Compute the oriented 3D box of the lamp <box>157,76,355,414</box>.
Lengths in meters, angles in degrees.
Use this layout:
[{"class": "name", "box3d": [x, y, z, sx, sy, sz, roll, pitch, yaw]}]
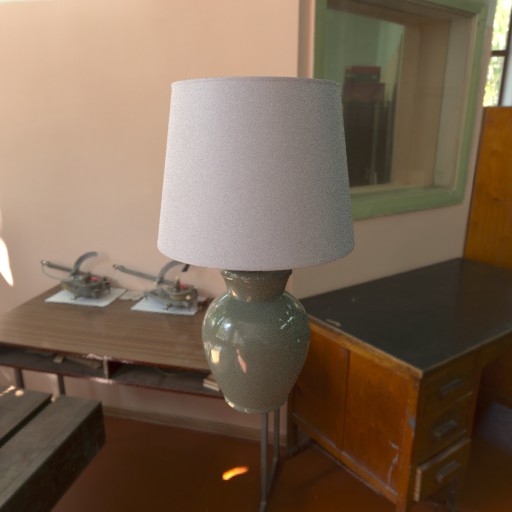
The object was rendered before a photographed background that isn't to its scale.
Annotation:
[{"class": "lamp", "box3d": [0.000, 0.000, 0.555, 0.239, 0.399, 0.239, 0, 16, 0]}]
